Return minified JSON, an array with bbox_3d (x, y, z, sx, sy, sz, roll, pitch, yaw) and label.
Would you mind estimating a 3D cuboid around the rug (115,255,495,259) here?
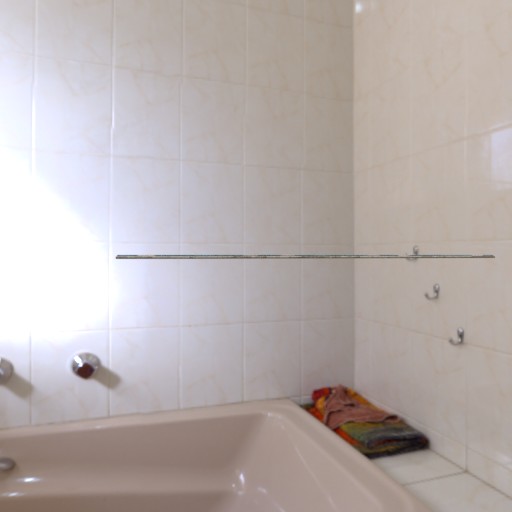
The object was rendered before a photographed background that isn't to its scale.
[{"bbox_3d":[0.000,0.000,4.103,2.466,0.021,3.049,0,0,-17],"label":"rug"}]
